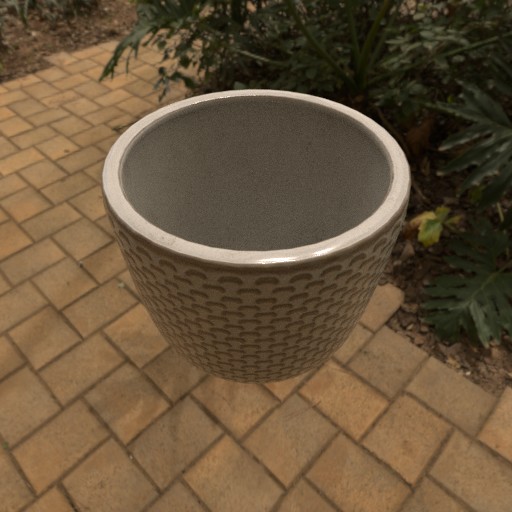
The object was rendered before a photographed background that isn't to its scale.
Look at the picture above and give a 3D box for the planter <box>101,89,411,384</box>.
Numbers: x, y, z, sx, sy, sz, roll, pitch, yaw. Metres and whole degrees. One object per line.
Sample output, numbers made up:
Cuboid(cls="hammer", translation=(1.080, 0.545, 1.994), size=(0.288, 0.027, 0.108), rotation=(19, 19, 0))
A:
Cuboid(cls="planter", translation=(0.000, 0.000, 0.305), size=(0.173, 0.160, 0.173), rotation=(0, 45, 0))
